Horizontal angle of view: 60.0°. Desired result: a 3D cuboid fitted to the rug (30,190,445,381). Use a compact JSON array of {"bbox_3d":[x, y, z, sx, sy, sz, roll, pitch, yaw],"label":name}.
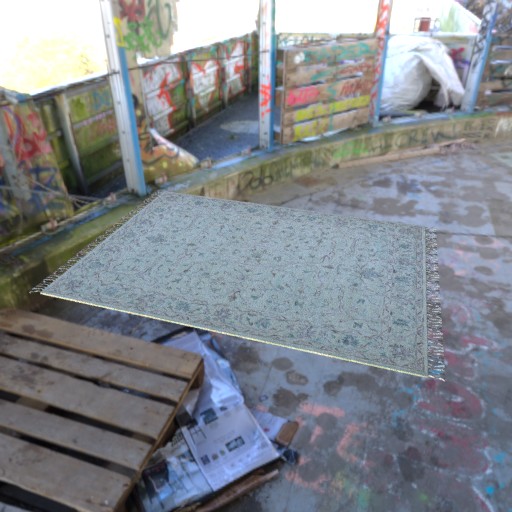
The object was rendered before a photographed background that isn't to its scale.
[{"bbox_3d":[0.000,0.000,2.306,1.802,0.008,1.247,9,33,15],"label":"rug"}]
